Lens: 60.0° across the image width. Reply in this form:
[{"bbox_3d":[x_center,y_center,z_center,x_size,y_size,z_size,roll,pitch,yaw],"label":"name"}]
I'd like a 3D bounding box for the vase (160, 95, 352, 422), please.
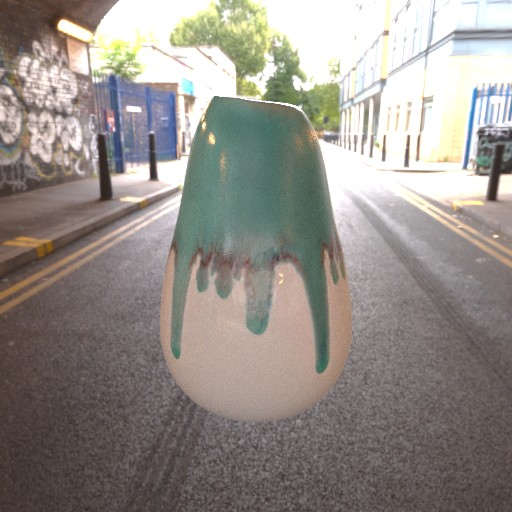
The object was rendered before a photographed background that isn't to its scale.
[{"bbox_3d":[0.000,0.000,0.262,0.116,0.179,0.116,0,16,0],"label":"vase"}]
